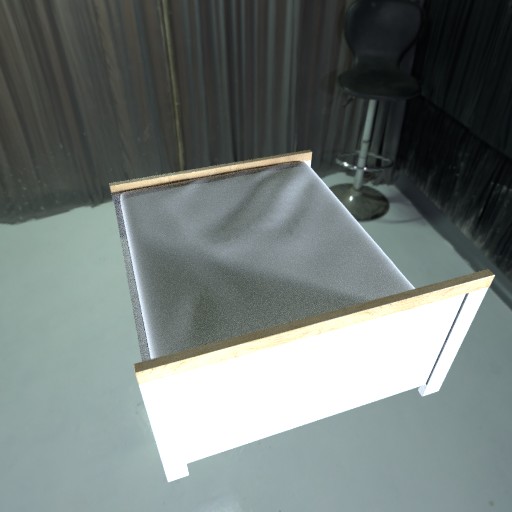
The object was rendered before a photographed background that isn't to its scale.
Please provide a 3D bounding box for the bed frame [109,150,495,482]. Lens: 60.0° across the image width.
[{"bbox_3d":[0.000,0.000,2.927,1.670,0.980,2.050,-13,43,-14],"label":"bed frame"}]
